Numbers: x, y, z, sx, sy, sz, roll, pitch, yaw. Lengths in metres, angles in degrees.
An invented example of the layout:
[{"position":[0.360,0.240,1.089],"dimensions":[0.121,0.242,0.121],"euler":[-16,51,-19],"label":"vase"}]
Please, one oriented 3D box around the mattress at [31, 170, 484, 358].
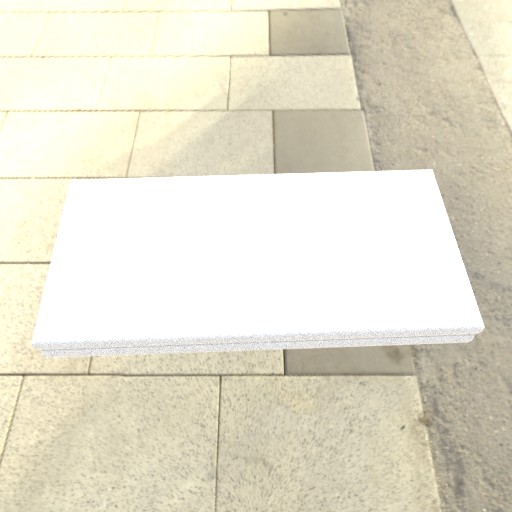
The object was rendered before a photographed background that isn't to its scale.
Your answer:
[{"position":[0.000,0.000,2.151],"dimensions":[1.900,0.200,0.900],"euler":[-2,58,-1],"label":"mattress"}]
